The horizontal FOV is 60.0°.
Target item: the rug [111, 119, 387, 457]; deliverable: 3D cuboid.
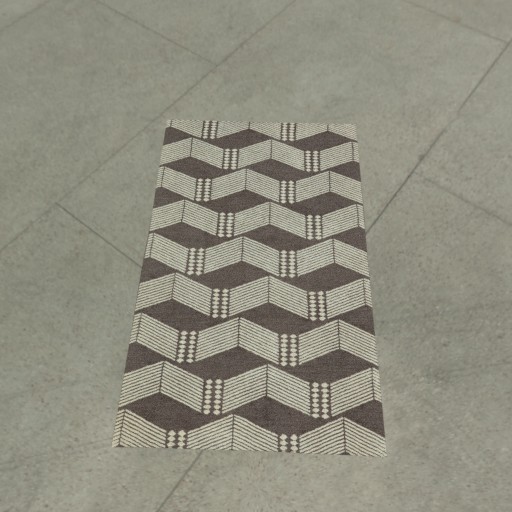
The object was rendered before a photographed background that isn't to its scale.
[{"bbox_3d":[0.000,0.000,2.999,1.517,0.011,2.435,2,62,1],"label":"rug"}]
